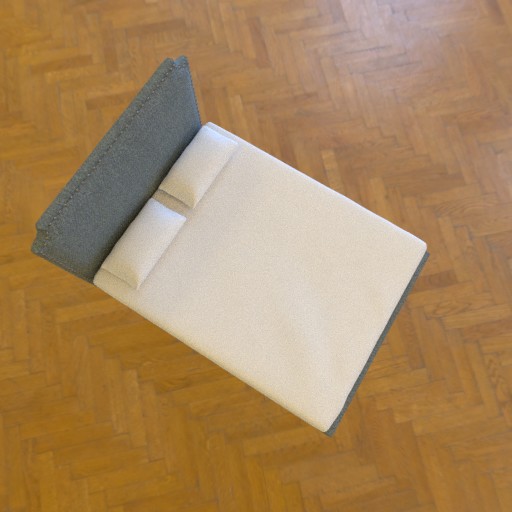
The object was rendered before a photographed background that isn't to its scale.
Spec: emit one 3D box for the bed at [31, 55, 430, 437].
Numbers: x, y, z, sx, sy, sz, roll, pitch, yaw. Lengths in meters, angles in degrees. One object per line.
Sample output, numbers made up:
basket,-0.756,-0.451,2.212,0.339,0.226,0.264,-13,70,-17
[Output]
bed,0.000,0.000,3.389,2.372,1.443,1.712,31,77,8
